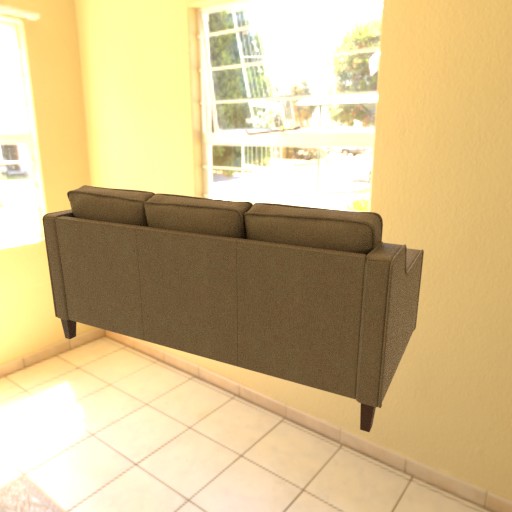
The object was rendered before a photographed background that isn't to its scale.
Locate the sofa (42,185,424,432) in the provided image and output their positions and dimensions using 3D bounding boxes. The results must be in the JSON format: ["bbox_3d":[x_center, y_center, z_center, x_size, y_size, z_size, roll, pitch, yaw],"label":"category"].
[{"bbox_3d":[0.000,0.000,3.296,2.317,1.081,1.858,8,17,27],"label":"sofa"}]
